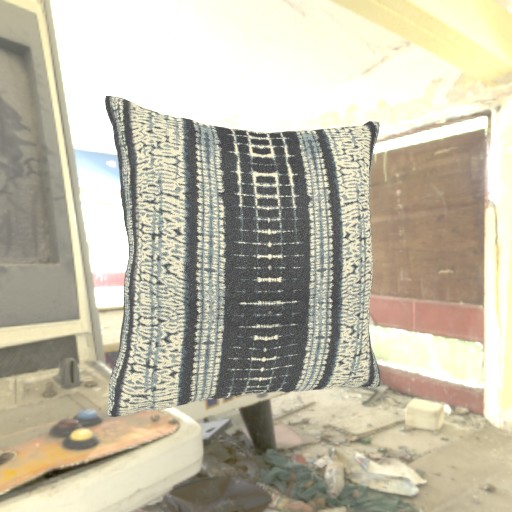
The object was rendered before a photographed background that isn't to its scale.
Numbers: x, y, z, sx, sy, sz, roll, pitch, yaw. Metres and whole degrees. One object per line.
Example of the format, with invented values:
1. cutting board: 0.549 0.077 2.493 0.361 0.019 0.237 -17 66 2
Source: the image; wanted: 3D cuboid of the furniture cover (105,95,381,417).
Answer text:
1. furniture cover: 0.000 0.000 0.660 0.425 0.435 0.133 0 1 -18
